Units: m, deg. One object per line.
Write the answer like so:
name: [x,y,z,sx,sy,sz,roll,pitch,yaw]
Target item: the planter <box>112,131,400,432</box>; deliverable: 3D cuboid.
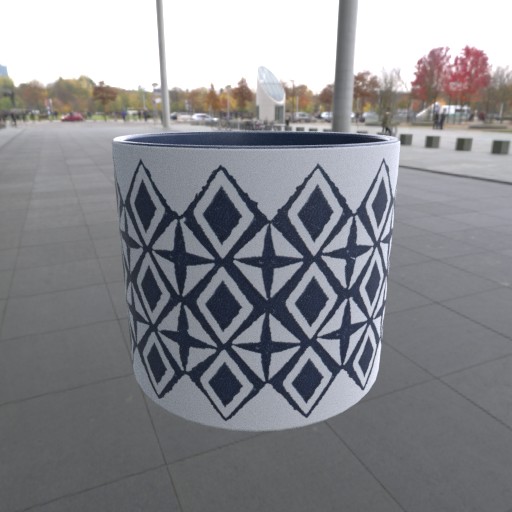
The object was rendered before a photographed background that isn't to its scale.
planter: [0.000,0.000,0.389,0.224,0.203,0.224,0,18,0]
